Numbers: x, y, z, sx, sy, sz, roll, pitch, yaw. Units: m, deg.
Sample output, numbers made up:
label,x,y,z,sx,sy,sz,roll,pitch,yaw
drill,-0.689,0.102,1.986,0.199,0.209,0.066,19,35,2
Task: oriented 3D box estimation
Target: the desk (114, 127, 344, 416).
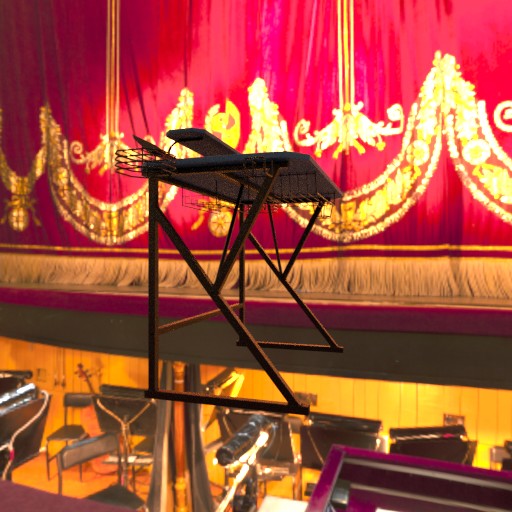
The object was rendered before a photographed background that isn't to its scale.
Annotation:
label,x,y,z,sx,sy,sz,roll,pitch,yaw
desk,0.000,0.000,1.771,0.594,0.909,1.295,0,0,18
